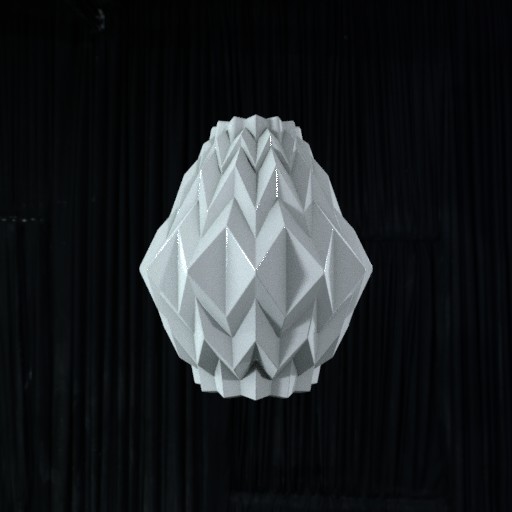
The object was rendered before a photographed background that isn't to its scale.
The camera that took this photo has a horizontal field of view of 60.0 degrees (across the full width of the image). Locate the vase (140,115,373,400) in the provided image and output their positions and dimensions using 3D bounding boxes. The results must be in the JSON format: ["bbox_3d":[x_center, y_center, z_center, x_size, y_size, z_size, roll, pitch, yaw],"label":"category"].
[{"bbox_3d":[0.000,0.000,0.320,0.164,0.185,0.164,0,0,0],"label":"vase"}]
